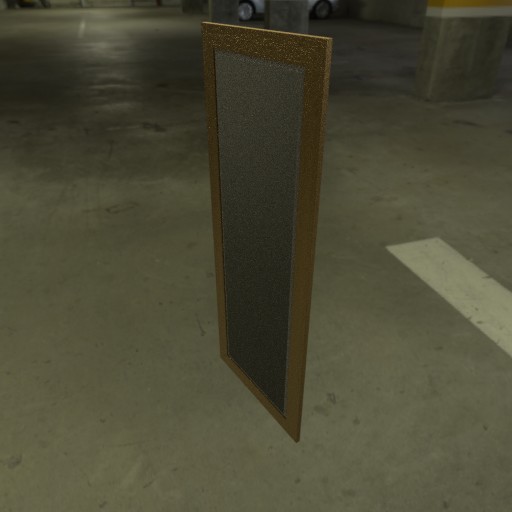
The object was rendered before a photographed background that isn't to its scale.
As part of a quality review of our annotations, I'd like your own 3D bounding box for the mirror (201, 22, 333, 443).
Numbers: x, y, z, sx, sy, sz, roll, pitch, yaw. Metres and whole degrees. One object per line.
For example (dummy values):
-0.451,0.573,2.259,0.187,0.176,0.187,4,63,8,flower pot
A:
0.000,0.000,2.221,0.025,2.031,0.812,-20,37,-29,mirror
